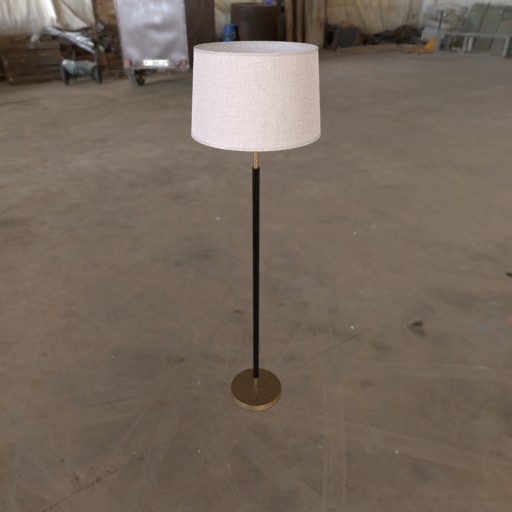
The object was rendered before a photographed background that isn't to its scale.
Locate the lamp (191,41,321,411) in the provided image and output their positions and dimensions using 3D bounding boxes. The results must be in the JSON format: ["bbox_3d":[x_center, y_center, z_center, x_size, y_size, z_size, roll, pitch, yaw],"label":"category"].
[{"bbox_3d":[0.000,0.000,1.686,0.420,1.447,0.420,0,30,0],"label":"lamp"}]
